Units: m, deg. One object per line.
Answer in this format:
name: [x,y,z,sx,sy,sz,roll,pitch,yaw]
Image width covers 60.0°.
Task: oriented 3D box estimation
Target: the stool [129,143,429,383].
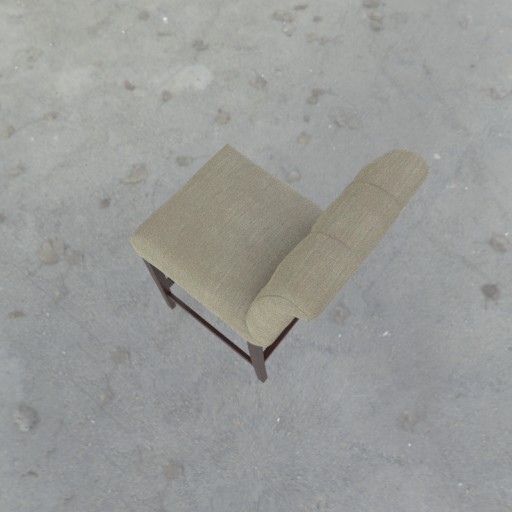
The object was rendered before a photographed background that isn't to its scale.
stool: [0.000,0.000,1.462,0.660,1.084,0.486,36,70,16]
